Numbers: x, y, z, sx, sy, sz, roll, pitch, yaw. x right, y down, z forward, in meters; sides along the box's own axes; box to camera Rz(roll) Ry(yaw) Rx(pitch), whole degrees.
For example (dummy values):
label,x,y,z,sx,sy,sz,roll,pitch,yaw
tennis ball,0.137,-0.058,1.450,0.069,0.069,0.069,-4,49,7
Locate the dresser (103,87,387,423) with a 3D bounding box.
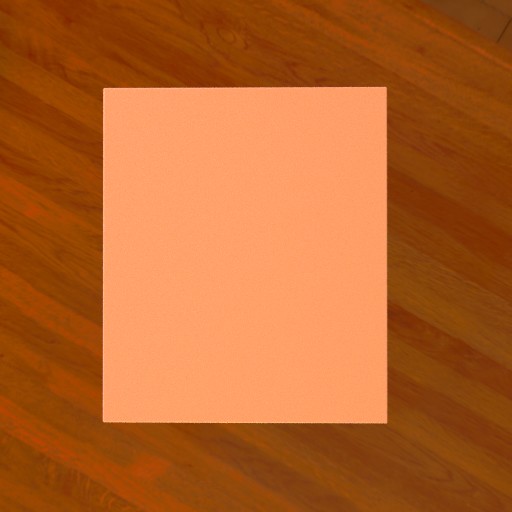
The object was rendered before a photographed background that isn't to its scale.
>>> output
label,x,y,z,sx,sy,sz,roll,pitch,yaw
dresser,0.000,0.000,0.808,0.360,0.560,0.400,0,90,1
